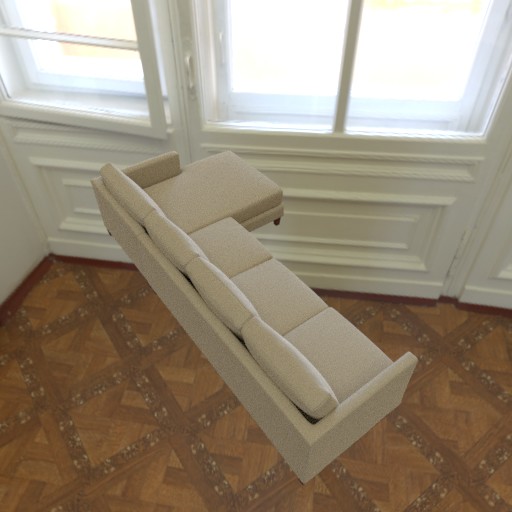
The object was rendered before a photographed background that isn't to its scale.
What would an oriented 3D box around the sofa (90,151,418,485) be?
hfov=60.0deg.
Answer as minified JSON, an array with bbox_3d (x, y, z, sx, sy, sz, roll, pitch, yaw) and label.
[{"bbox_3d":[0.000,0.000,3.838,1.625,0.861,3.186,-27,50,-25],"label":"sofa"}]
